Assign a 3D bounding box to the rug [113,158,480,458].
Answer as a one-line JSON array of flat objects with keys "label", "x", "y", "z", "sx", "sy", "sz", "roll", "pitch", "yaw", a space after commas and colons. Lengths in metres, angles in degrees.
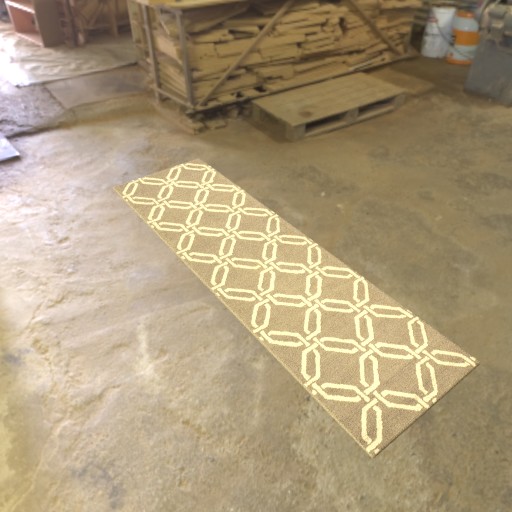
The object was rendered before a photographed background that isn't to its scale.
[{"label": "rug", "x": 0.000, "y": 0.000, "z": 2.419, "sx": 0.678, "sy": 0.014, "sz": 2.276, "roll": -26, "pitch": 47, "yaw": -27}]
